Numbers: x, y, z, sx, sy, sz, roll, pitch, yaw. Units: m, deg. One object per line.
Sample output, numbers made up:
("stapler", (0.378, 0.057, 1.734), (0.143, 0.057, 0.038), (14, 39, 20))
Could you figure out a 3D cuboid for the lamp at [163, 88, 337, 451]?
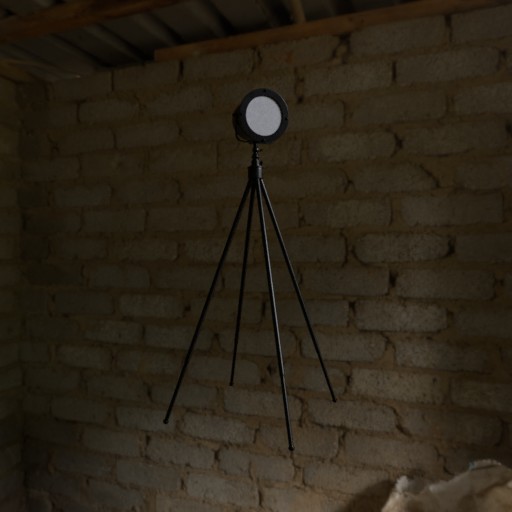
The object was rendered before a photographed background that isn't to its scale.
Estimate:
("lamp", (0.000, 0.000, 2.114), (0.879, 1.504, 0.884), (0, 1, -19))
